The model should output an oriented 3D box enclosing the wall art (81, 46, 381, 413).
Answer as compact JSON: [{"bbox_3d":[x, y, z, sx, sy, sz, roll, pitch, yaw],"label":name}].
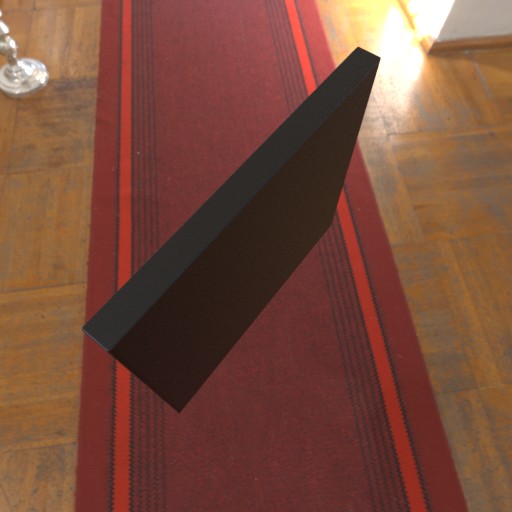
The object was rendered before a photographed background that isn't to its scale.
[{"bbox_3d":[0.000,0.000,0.532,0.028,0.330,0.380,35,68,16],"label":"wall art"}]
